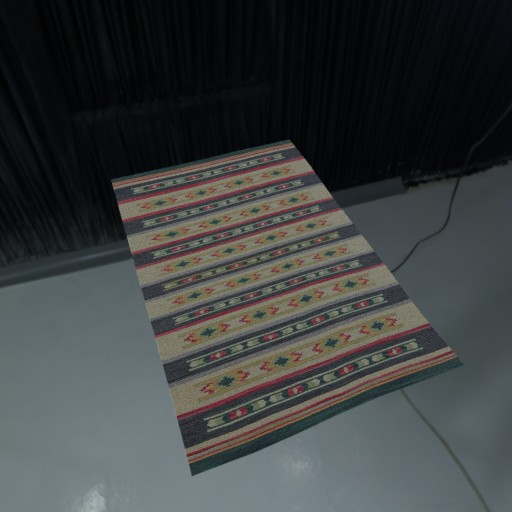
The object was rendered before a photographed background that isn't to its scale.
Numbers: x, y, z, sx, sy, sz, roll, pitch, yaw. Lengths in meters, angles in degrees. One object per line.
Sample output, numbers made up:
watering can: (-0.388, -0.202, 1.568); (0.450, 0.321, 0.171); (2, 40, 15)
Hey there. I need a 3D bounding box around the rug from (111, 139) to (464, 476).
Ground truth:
rug: (0.000, 0.000, 2.912); (1.522, 0.010, 2.311); (-16, 50, -14)
